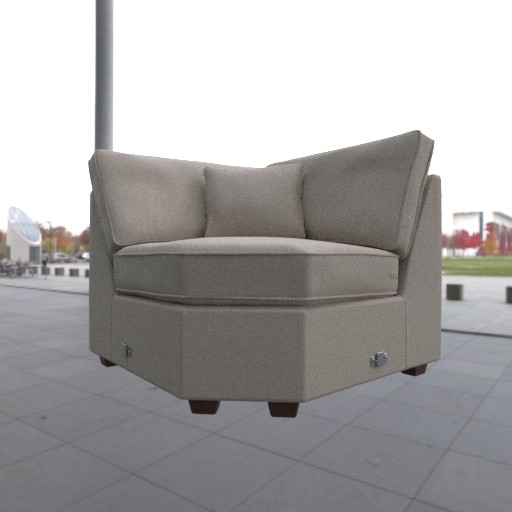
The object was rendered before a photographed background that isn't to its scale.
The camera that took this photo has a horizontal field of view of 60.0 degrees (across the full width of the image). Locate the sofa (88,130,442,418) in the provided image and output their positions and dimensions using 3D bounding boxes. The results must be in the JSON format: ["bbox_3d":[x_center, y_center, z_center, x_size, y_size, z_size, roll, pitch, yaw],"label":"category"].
[{"bbox_3d":[0.000,0.000,1.782,1.050,0.937,1.042,0,1,-38],"label":"sofa"}]
